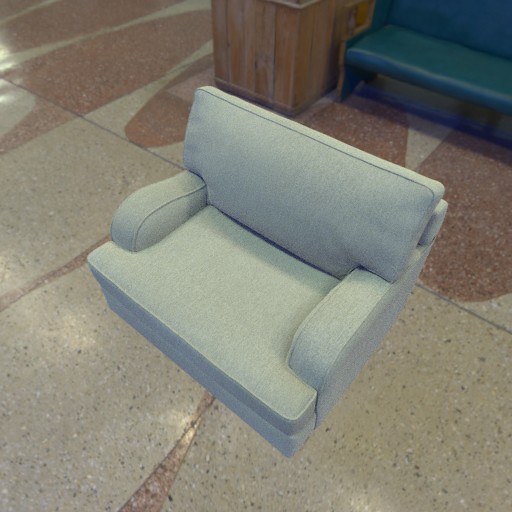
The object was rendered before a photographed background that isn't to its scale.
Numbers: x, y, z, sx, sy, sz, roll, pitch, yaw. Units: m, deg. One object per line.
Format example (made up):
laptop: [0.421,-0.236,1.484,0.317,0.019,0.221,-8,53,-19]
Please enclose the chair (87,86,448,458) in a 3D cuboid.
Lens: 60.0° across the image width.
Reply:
chair: [0.000,0.000,1.999,1.220,1.016,1.041,32,55,26]
